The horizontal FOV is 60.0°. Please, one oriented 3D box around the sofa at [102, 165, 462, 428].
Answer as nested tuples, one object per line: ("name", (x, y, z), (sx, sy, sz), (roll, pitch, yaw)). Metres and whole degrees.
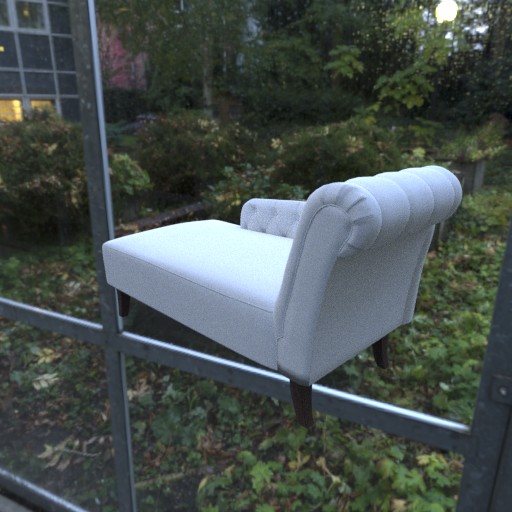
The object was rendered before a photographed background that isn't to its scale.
("sofa", (0.000, 0.000, 1.815), (1.379, 0.787, 0.675), (17, 25, 42))
